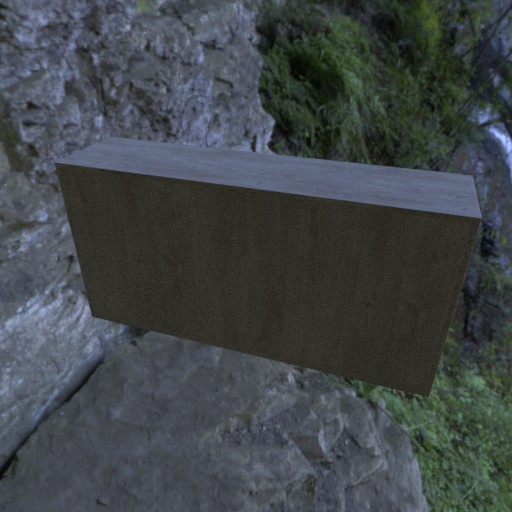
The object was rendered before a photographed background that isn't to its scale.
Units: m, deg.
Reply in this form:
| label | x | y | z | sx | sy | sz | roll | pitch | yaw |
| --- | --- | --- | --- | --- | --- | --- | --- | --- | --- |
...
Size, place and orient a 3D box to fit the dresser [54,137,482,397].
| label | x | y | z | sx | sy | sz | roll | pitch | yaw |
| --- | --- | --- | --- | --- | --- | --- | --- | --- | --- |
| dresser | 0.000 | 0.000 | 1.932 | 1.590 | 0.795 | 0.390 | 10 | 33 | 16 |
